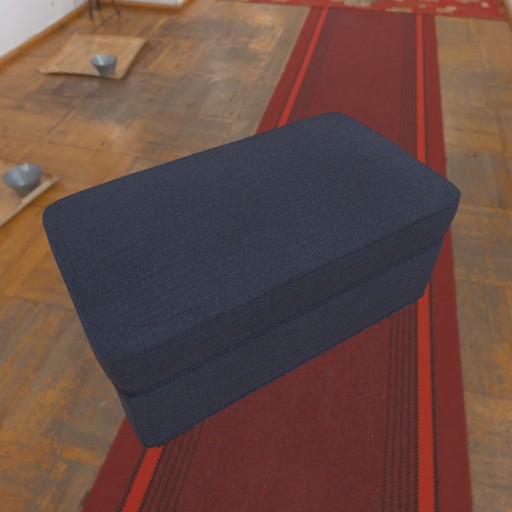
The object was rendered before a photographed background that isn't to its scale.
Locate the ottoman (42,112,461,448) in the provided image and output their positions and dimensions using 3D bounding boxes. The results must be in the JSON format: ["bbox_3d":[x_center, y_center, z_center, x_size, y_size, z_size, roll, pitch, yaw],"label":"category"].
[{"bbox_3d":[0.000,0.000,1.159,0.895,0.453,0.505,-23,50,-21],"label":"ottoman"}]
